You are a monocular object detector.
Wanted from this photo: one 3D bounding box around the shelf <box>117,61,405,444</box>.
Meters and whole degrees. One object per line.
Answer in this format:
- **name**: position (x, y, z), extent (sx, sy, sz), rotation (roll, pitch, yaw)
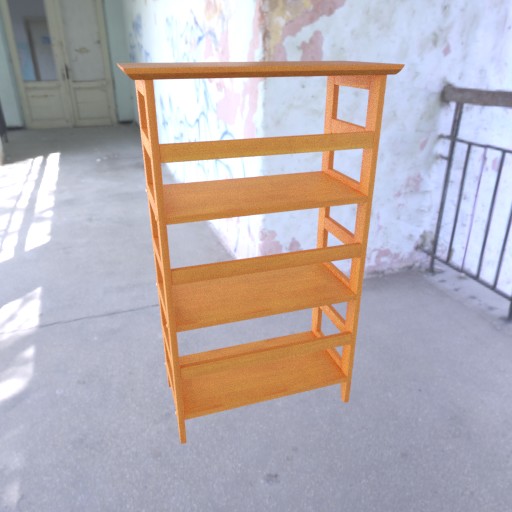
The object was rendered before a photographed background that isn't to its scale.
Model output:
- **shelf**: position (0.000, 0.000, 1.340), extent (0.660, 1.067, 0.305), rotation (-8, 26, -16)
